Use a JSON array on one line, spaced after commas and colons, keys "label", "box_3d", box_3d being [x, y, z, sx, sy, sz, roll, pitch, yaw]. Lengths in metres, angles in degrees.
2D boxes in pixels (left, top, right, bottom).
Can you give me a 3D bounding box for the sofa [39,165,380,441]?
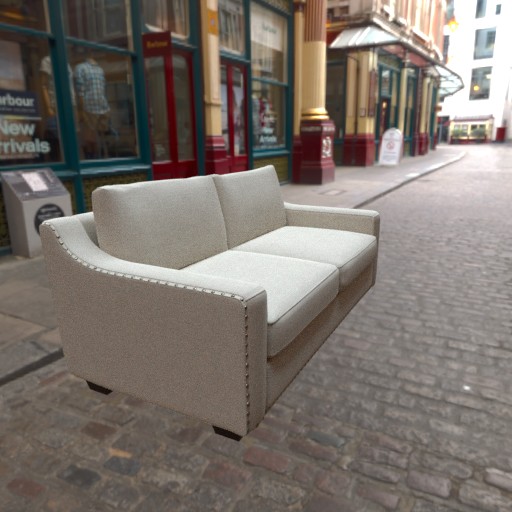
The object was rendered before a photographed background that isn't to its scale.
[{"label": "sofa", "box_3d": [0.000, 0.000, 2.715, 1.104, 0.983, 2.107, 8, 17, 27]}]
